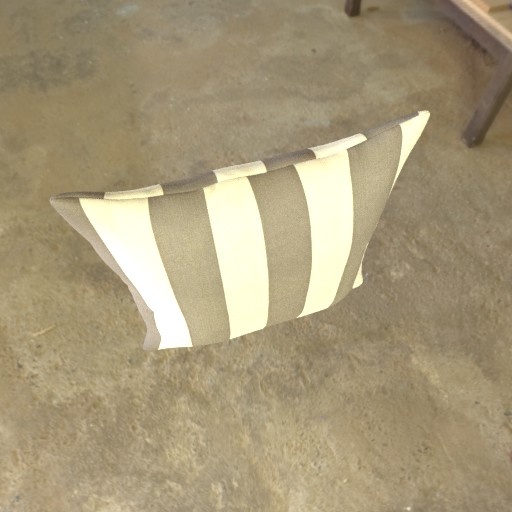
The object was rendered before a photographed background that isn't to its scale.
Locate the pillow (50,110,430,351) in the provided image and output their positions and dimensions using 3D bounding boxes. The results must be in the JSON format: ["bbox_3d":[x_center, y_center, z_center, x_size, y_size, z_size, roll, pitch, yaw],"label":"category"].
[{"bbox_3d":[0.000,0.000,0.788,0.522,0.507,0.192,-15,59,-9],"label":"pillow"}]
